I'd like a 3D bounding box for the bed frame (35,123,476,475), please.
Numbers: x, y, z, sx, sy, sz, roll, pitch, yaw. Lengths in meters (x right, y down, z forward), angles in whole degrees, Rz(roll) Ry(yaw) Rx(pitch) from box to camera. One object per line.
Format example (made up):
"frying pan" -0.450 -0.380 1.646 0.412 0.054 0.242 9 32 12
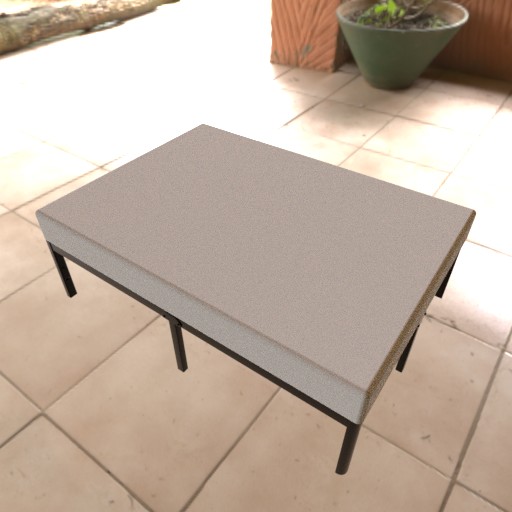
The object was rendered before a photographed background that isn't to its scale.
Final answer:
"bed frame" 0.000 0.000 2.602 1.956 0.659 1.408 25 46 26
